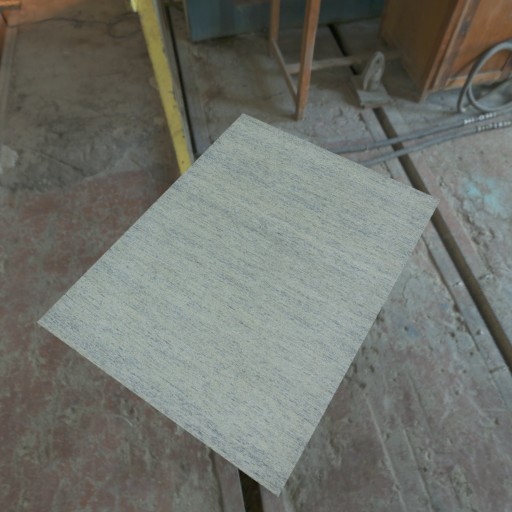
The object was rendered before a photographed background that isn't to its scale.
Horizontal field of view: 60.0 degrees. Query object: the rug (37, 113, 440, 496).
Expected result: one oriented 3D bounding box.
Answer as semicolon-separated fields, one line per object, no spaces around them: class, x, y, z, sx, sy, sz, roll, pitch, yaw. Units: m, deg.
rug;0.000;0.000;4.190;2.438;0.006;3.197;29;62;17
